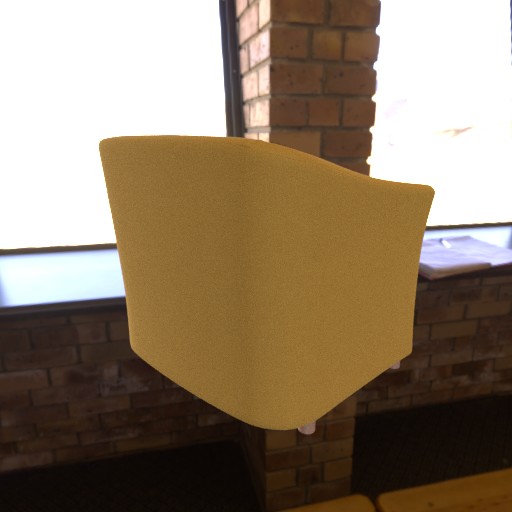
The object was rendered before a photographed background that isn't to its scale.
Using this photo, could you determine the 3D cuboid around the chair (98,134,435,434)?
[{"bbox_3d":[0.000,0.000,1.361,0.790,0.720,0.700,15,21,42],"label":"chair"}]
